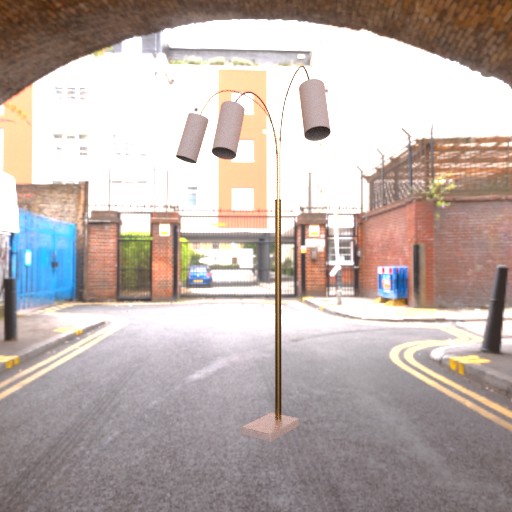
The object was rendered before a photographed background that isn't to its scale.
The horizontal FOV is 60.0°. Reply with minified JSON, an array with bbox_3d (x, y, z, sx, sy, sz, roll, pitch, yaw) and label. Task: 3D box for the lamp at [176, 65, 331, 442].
[{"bbox_3d":[0.000,0.000,2.502,1.020,2.055,0.667,-1,-2,36],"label":"lamp"}]
